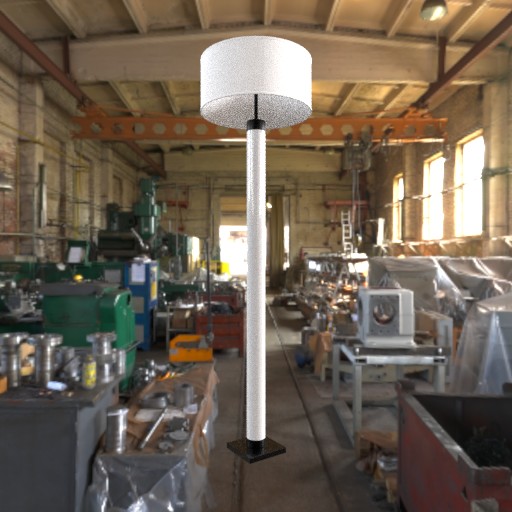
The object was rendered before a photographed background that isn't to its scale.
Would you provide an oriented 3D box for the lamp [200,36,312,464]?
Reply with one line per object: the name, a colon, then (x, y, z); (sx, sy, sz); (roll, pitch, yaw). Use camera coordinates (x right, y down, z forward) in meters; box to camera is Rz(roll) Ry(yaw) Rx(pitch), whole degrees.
lamp: (0.000, 0.000, 1.675); (0.420, 1.475, 0.420); (0, 0, -34)
